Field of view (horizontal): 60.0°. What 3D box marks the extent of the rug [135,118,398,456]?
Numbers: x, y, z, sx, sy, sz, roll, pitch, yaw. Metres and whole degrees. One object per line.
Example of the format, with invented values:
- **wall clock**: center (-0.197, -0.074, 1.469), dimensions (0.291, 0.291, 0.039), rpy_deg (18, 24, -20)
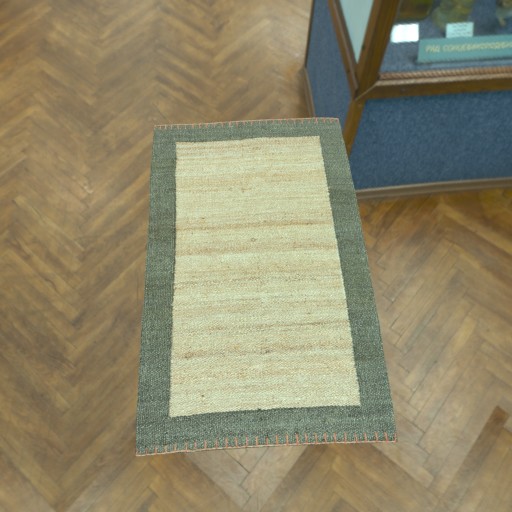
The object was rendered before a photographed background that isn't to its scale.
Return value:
- **rug**: center (0.000, 0.000, 3.034), dimensions (1.521, 0.006, 2.435), rpy_deg (-3, 64, -1)
